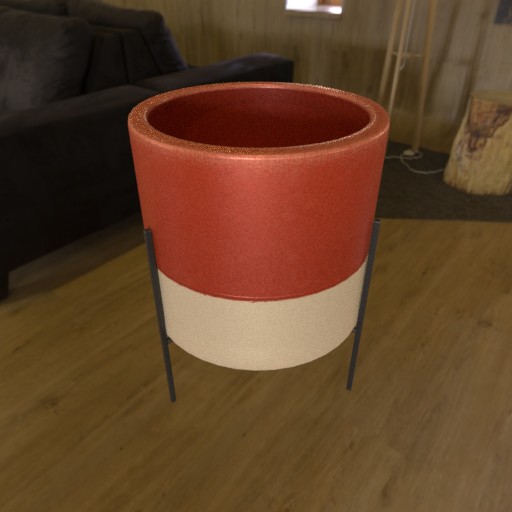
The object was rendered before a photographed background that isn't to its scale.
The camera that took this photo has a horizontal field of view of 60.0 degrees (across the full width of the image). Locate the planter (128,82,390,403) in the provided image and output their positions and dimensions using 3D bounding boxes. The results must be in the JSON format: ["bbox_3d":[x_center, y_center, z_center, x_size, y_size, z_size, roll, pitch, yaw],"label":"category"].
[{"bbox_3d":[0.000,0.000,0.717,0.354,0.465,0.345,-21,38,-28],"label":"planter"}]
